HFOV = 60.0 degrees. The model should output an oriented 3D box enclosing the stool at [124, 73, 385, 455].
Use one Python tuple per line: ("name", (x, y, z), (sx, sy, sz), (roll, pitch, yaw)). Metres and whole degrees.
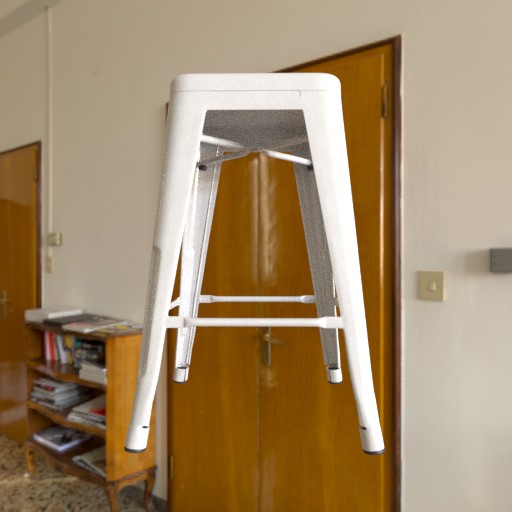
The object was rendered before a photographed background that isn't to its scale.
("stool", (0.000, 0.000, 0.877), (0.406, 0.610, 0.406), (0, 0, 1))
